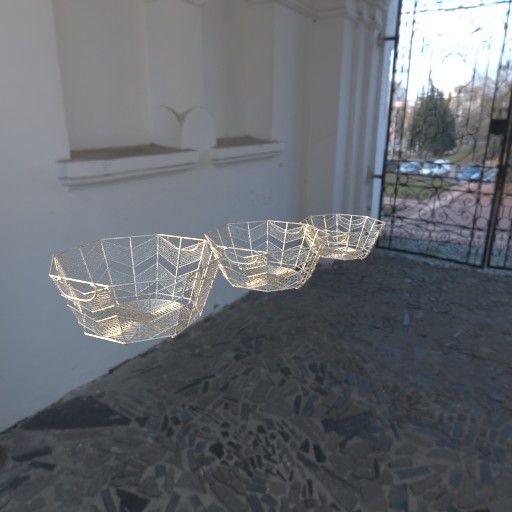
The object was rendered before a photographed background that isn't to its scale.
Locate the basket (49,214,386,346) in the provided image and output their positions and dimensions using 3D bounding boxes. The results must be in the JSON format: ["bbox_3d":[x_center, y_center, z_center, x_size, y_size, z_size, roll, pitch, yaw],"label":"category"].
[{"bbox_3d":[0.000,0.000,1.407,1.246,0.178,0.432,-16,23,-41],"label":"basket"}]
